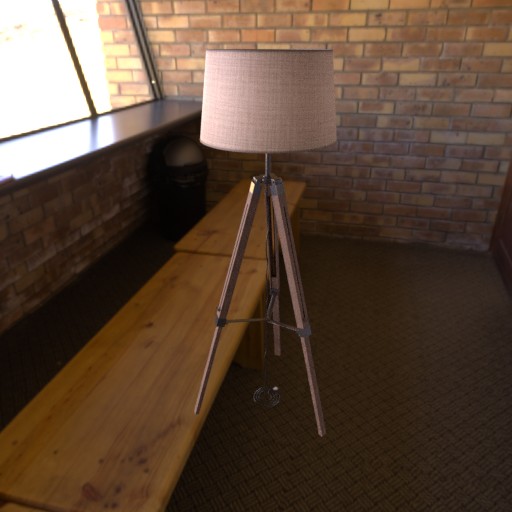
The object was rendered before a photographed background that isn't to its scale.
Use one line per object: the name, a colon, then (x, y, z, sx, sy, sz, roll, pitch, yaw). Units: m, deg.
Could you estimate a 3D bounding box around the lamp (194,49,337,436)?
lamp: (0.000, 0.000, 1.788, 0.587, 1.510, 0.604, -8, 26, -16)
